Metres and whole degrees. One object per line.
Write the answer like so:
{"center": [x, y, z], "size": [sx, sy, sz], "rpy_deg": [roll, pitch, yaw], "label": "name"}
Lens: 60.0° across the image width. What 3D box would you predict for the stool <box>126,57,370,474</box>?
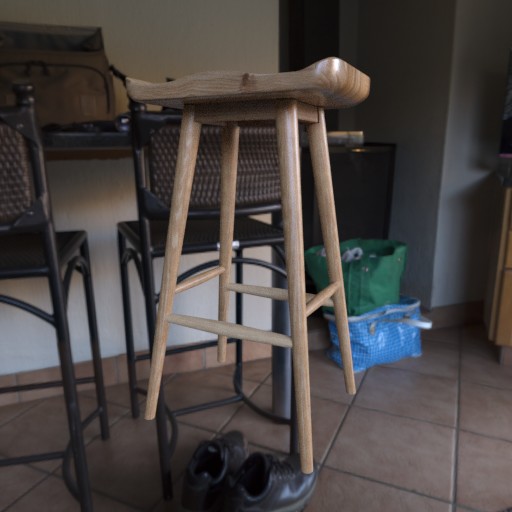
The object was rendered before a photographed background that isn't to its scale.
{"center": [0.000, 0.000, 0.934], "size": [0.407, 0.698, 0.322], "rpy_deg": [7, 15, 26], "label": "stool"}
